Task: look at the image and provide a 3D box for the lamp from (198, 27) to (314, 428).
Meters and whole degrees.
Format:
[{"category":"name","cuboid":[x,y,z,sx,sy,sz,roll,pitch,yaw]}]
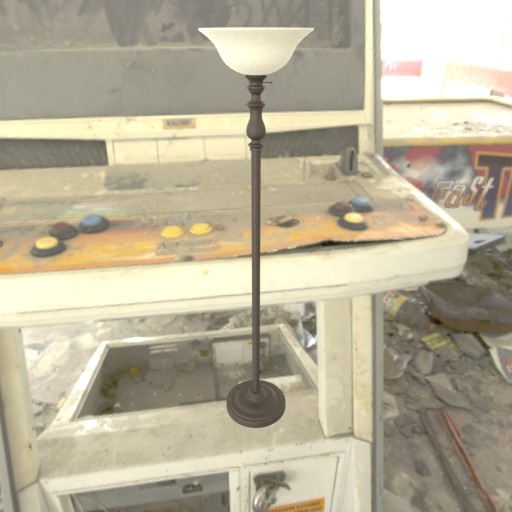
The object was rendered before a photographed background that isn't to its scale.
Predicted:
[{"category":"lamp","cuboid":[0.000,0.000,1.967,0.405,1.797,0.405,8,28,15]}]
